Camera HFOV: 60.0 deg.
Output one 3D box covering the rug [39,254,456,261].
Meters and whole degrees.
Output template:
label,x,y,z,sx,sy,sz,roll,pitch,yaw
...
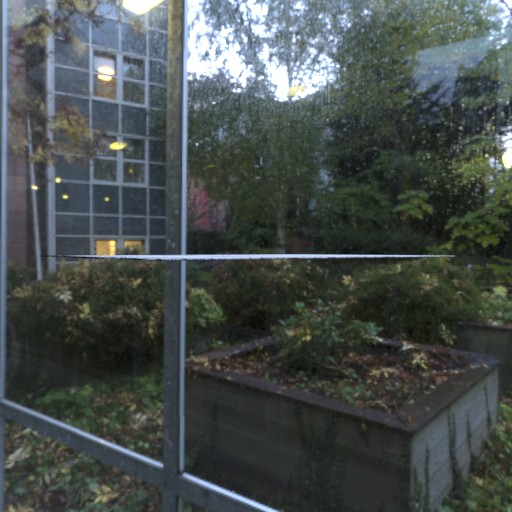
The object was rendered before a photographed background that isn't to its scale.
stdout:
label,x,y,z,sx,sy,sz,roll,pitch,yaw
rug,0.000,0.000,2.278,1.848,0.012,1.217,0,1,-36
